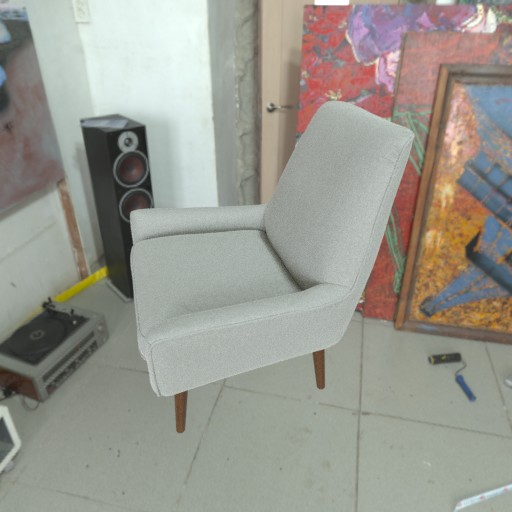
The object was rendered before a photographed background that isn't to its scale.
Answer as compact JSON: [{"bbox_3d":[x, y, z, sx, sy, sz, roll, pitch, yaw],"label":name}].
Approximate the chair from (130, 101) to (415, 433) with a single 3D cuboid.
[{"bbox_3d":[0.000,0.000,1.481,0.822,0.888,0.787,-9,31,-14],"label":"chair"}]
